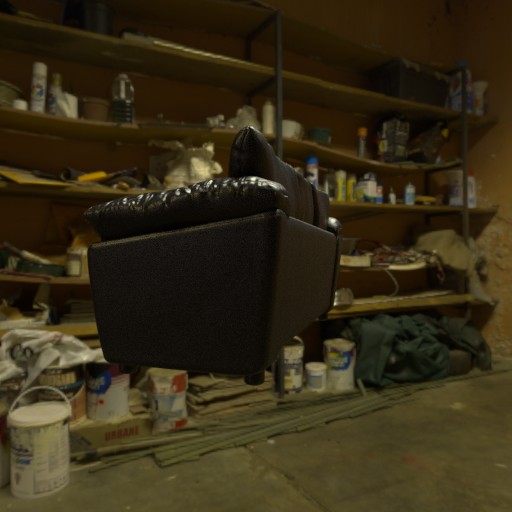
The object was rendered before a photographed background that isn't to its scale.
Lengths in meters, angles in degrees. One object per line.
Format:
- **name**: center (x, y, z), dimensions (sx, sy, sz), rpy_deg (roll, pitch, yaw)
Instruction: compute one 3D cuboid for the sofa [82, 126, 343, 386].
- **sofa**: center (0.000, 0.000, 2.862), dimensions (0.880, 1.073, 2.336), rpy_deg (0, 0, 17)
